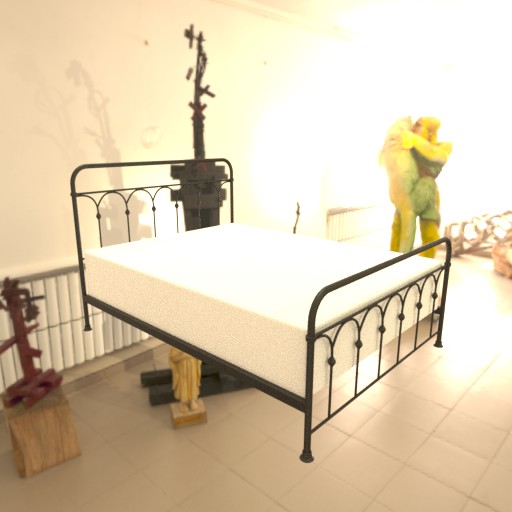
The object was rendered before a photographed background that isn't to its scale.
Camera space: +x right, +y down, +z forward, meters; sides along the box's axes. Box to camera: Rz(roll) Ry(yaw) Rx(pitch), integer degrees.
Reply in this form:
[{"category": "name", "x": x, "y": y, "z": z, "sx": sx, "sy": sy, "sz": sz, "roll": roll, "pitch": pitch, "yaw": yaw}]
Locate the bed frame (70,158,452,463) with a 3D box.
[{"category": "bed frame", "x": 0.000, "y": 0.000, "z": 3.195, "sx": 2.203, "sy": 1.276, "sz": 1.664, "roll": 13, "pitch": 20, "yaw": 41}]
